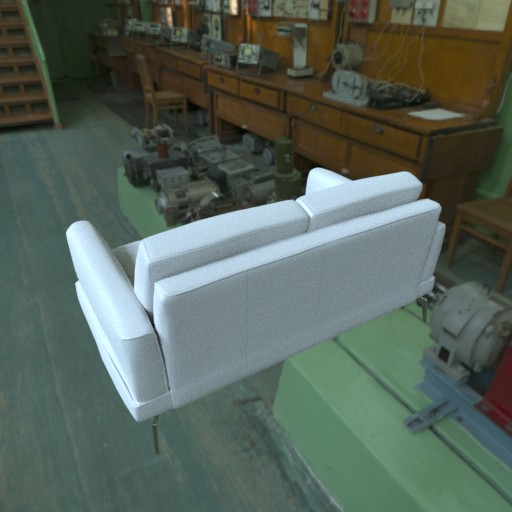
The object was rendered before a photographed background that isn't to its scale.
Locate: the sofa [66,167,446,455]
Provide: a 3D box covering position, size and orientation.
[{"bbox_3d":[0.000,0.000,2.444,1.819,0.930,1.121,-17,35,-27],"label":"sofa"}]
